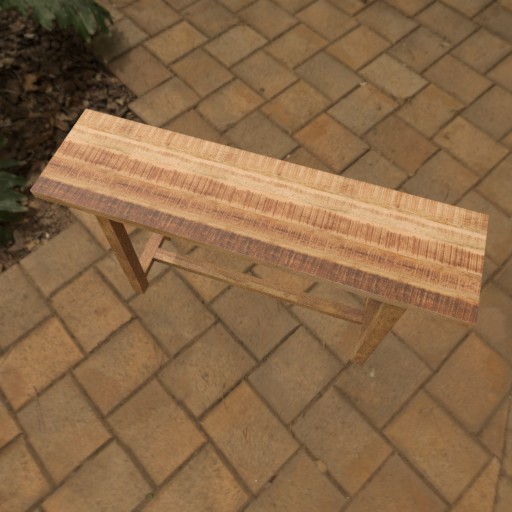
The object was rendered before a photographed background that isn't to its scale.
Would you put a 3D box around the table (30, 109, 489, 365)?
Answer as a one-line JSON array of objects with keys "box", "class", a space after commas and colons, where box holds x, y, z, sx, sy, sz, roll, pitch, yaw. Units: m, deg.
[{"box": [0.000, 0.000, 1.880, 1.524, 0.810, 0.405, 17, 64, 8], "class": "table"}]
